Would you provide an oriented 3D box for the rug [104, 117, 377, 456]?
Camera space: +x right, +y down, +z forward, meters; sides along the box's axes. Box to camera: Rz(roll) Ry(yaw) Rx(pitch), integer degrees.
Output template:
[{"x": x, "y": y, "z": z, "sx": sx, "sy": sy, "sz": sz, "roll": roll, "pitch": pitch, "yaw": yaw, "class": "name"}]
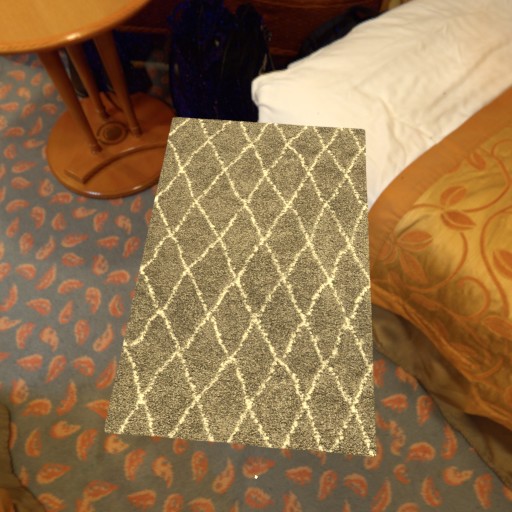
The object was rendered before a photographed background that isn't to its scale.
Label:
[{"x": 0.000, "y": 0.000, "z": 3.483, "sx": 1.778, "sy": 0.030, "sz": 2.743, "roll": 4, "pitch": 64, "yaw": 2, "class": "rug"}]
